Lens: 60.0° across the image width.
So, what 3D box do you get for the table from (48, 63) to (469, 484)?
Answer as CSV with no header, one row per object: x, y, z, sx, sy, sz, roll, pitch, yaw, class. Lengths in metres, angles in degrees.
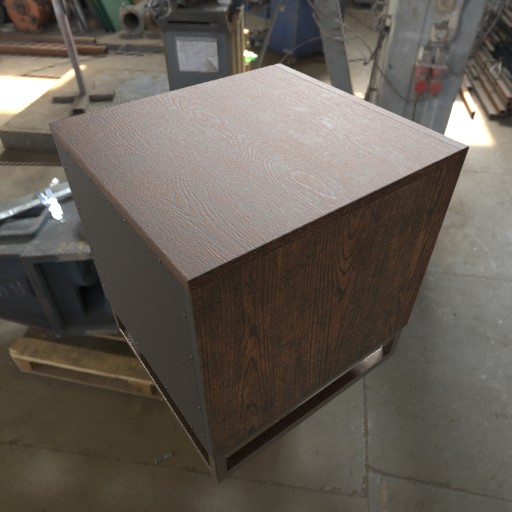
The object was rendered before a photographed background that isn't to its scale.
0.000,0.000,0.970,0.566,0.582,0.506,-26,48,-26,table
